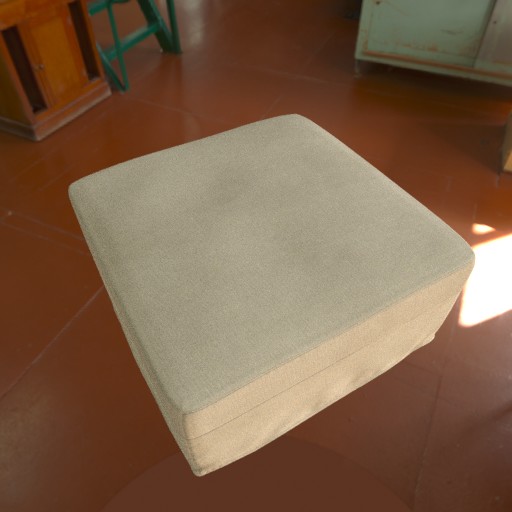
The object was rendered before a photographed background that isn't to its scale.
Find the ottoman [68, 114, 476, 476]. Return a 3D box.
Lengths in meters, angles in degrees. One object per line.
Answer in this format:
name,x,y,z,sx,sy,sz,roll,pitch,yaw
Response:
ottoman,0.000,0.000,1.312,0.842,0.441,0.843,-23,51,-20
